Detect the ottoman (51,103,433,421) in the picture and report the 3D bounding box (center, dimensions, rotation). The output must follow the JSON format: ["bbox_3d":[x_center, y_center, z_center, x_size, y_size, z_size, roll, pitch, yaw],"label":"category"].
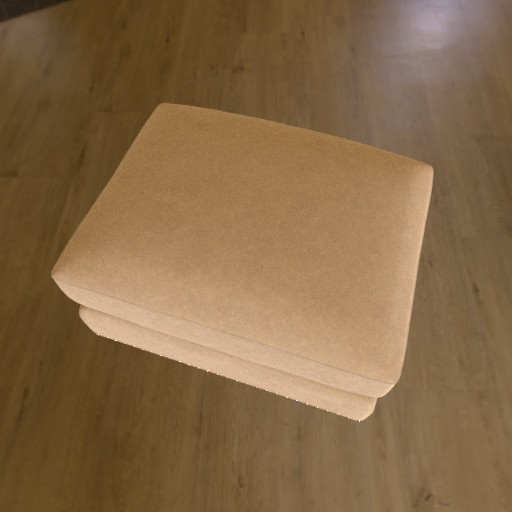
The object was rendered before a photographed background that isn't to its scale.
[{"bbox_3d":[0.000,0.000,1.153,0.741,0.513,0.584,16,61,9],"label":"ottoman"}]
